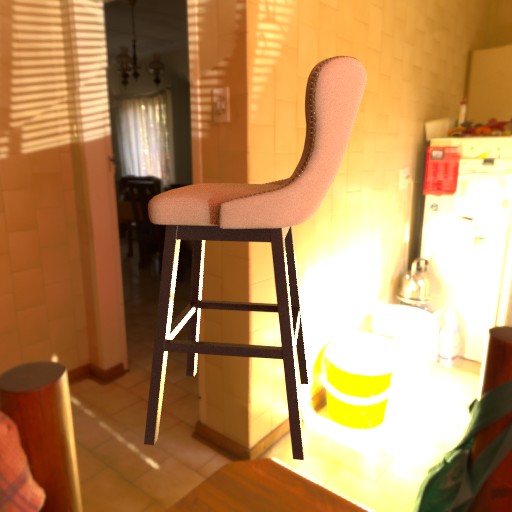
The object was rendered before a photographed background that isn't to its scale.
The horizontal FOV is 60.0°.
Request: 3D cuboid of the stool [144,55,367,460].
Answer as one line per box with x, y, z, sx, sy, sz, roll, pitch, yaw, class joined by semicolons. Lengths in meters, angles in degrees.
0.000;0.000;1.364;0.605;1.066;0.528;2;13;8;stool
